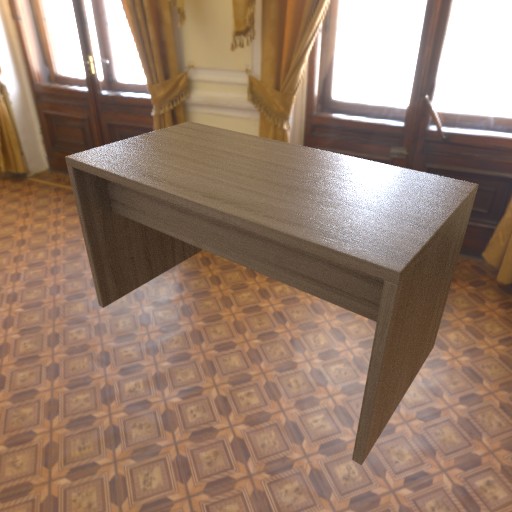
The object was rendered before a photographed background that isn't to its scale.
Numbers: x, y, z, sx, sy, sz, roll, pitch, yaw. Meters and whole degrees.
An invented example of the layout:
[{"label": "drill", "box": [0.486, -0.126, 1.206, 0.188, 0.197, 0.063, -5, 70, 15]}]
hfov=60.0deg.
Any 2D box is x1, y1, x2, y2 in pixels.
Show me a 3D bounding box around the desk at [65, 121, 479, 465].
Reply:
[{"label": "desk", "box": [0.000, 0.000, 1.825, 1.380, 0.745, 0.690, 22, 37, 31]}]
